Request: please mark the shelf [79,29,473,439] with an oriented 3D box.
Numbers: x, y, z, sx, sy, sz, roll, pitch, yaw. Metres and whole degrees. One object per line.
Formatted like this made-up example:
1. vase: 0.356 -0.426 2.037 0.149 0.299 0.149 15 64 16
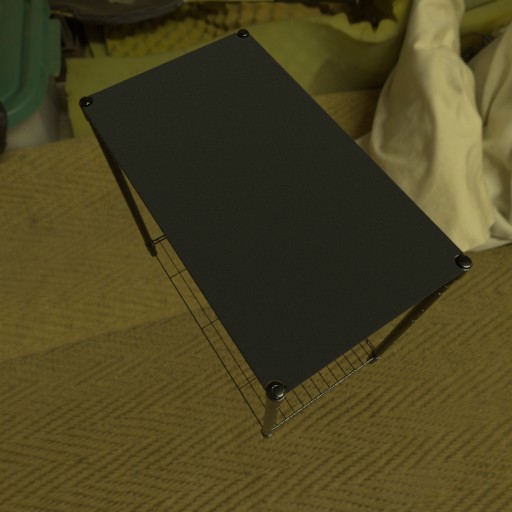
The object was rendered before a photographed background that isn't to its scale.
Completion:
1. shelf: 0.000 0.000 0.925 0.338 0.564 0.589 -30 67 -14
